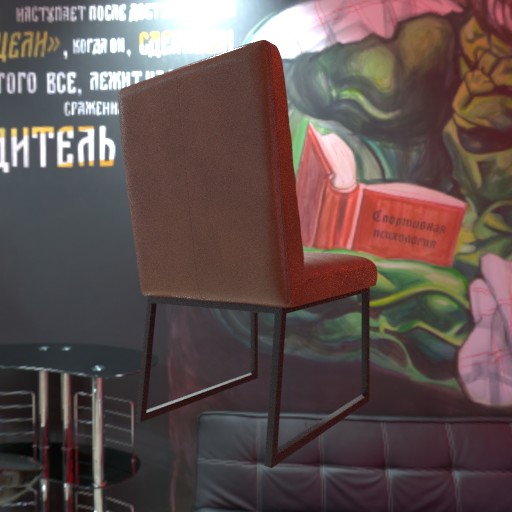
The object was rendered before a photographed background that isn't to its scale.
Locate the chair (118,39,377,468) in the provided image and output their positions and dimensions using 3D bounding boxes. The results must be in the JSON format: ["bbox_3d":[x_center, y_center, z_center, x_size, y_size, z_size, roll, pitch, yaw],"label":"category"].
[{"bbox_3d":[0.000,0.000,1.313,0.520,0.930,0.634,0,0,36],"label":"chair"}]
